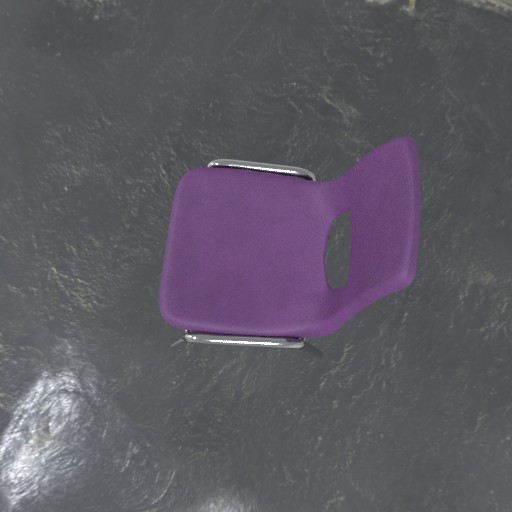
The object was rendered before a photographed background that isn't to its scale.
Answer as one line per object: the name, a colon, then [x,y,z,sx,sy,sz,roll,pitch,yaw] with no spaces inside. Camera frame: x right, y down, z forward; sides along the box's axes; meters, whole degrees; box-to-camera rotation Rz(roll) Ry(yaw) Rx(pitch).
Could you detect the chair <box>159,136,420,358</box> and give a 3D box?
chair: [0.000,0.000,0.921,0.432,0.704,0.381,5,75,1]
